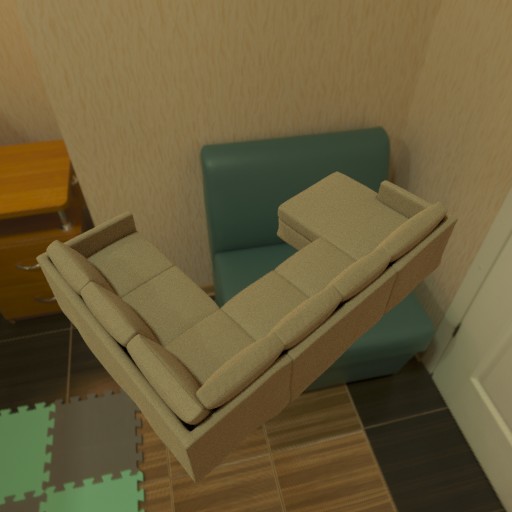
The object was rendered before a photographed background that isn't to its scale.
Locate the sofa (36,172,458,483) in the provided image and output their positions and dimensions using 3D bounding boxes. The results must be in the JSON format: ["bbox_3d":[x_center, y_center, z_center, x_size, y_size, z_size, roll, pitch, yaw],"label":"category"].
[{"bbox_3d":[0.000,0.000,4.565,3.528,0.878,2.476,-33,55,-28],"label":"sofa"}]
